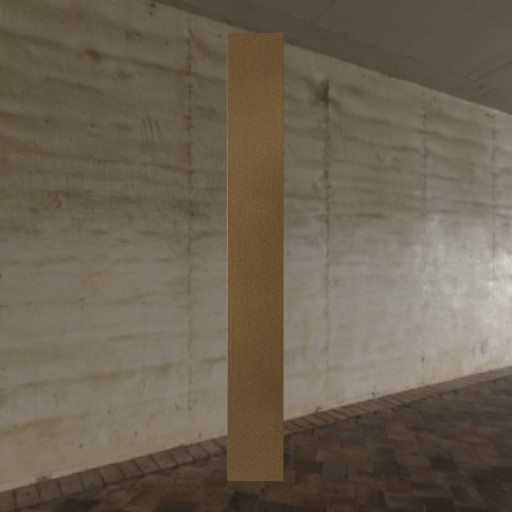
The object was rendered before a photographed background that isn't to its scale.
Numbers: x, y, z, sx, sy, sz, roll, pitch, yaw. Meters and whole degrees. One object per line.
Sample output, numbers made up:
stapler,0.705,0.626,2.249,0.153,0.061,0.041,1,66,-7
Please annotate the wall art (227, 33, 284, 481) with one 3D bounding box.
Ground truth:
wall art,0.000,0.000,0.452,0.038,0.303,0.305,0,0,0
